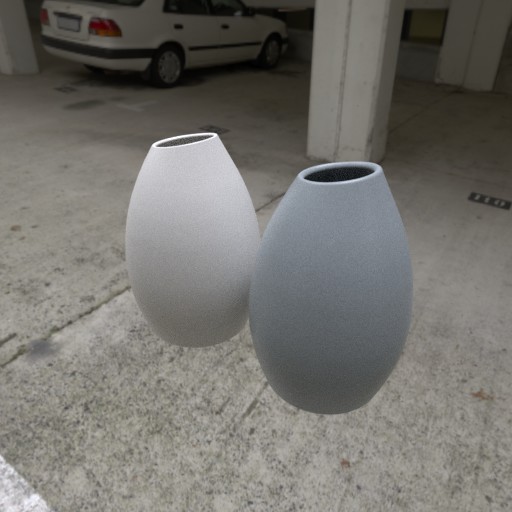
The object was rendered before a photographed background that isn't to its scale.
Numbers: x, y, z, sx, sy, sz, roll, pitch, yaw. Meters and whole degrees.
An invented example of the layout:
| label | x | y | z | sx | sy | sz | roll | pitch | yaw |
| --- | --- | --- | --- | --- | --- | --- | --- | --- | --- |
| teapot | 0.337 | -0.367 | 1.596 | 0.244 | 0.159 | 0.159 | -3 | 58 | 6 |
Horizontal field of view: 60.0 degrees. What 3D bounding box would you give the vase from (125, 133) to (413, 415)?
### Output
| label | x | y | z | sx | sy | sz | roll | pitch | yaw |
| --- | --- | --- | --- | --- | --- | --- | --- | --- | --- |
| vase | 0.000 | 0.000 | 0.265 | 0.187 | 0.131 | 0.089 | 19 | 35 | 29 |
